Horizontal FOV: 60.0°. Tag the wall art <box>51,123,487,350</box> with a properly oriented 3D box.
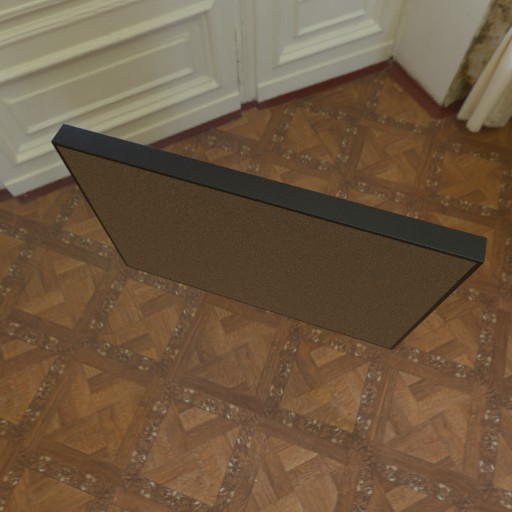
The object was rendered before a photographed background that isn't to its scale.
[{"bbox_3d":[0.000,0.000,1.210,0.939,0.640,0.058,17,64,8],"label":"wall art"}]
